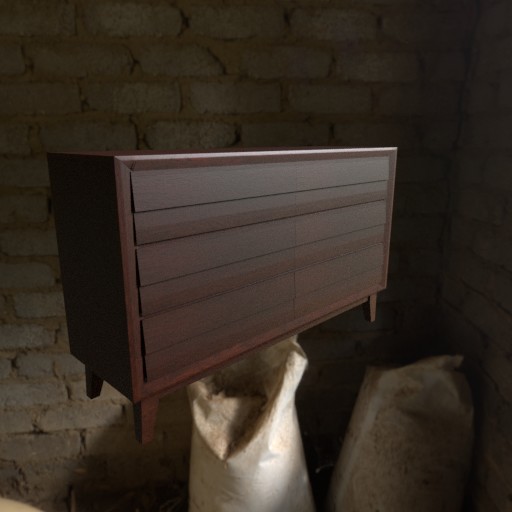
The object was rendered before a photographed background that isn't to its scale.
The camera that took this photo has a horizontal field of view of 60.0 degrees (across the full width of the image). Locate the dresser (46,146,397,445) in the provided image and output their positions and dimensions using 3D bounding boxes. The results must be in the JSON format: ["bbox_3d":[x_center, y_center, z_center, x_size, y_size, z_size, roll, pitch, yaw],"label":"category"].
[{"bbox_3d":[0.000,0.000,2.075,1.609,0.971,0.499,-14,21,-43],"label":"dresser"}]
